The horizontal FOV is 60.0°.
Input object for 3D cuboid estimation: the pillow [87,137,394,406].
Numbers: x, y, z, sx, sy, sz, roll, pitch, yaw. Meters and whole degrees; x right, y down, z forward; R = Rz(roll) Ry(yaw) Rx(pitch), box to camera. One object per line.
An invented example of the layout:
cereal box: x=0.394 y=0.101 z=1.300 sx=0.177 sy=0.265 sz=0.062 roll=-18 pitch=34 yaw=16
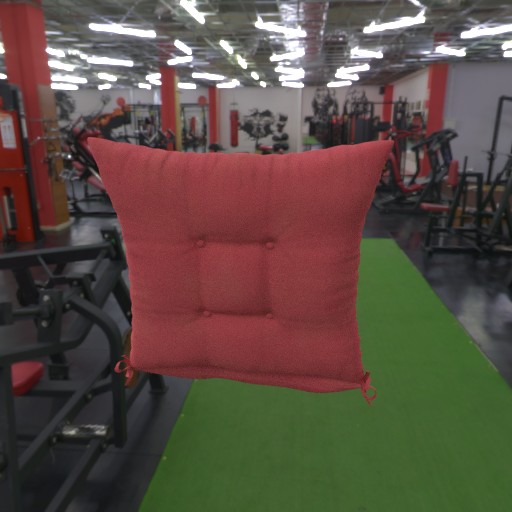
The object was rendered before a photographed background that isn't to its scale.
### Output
pillow: x=0.000 y=0.000 z=1.019 sx=0.541 sy=0.536 sz=0.585 roll=2 pitch=16 yaw=8
